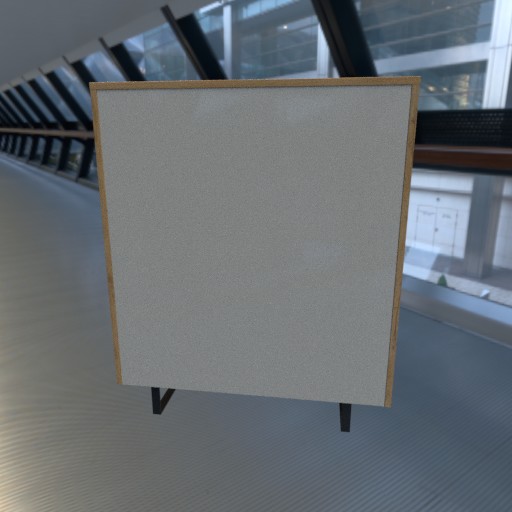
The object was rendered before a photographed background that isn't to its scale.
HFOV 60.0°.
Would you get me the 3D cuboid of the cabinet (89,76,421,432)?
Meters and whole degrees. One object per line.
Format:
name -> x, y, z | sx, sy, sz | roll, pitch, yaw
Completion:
cabinet -> 0.000, 0.000, 1.949 | 1.168, 1.397, 0.473 | 2, 15, 8
